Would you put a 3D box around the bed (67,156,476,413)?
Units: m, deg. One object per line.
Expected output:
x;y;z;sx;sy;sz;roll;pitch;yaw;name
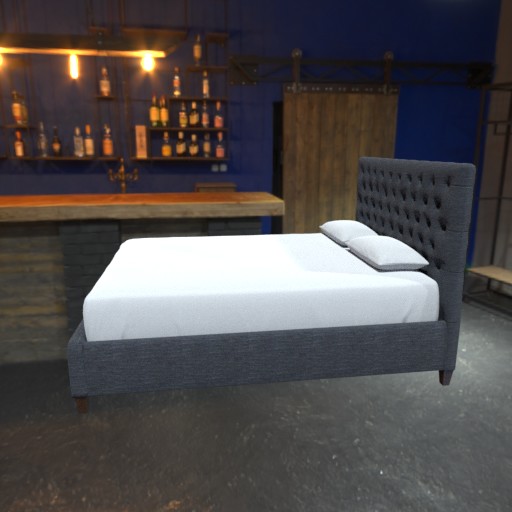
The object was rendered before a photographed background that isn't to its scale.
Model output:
0.000;0.000;3.363;2.387;1.427;1.698;-2;14;-8;bed
